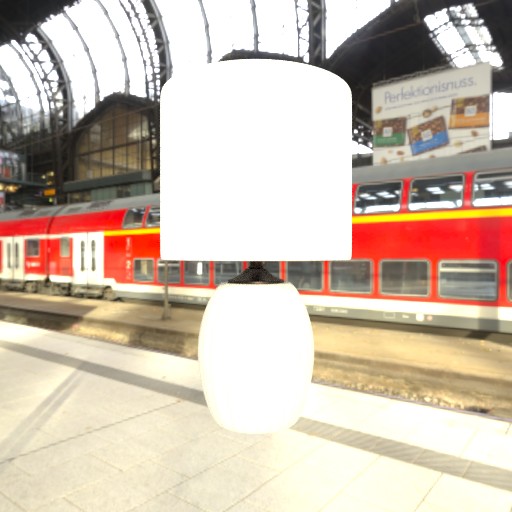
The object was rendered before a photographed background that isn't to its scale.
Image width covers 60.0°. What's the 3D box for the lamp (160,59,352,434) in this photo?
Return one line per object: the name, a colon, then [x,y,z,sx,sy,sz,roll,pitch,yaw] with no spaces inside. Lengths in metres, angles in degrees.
lamp: [0.000,0.000,0.779,0.328,0.570,0.328,0,0,0]
